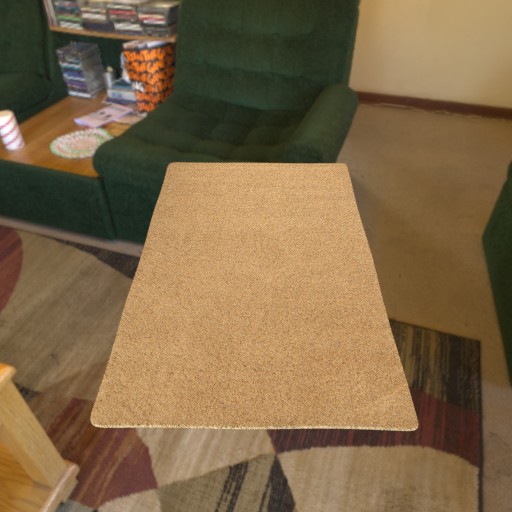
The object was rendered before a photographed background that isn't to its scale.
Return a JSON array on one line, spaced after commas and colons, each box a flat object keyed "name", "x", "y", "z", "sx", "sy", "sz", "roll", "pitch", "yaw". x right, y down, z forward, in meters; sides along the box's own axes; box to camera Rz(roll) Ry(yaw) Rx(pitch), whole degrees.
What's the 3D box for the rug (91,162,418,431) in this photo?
[{"name": "rug", "x": 0.000, "y": 0.000, "z": 2.880, "sx": 1.500, "sy": 0.025, "sz": 2.349, "roll": 0, "pitch": 42, "yaw": 0}]
